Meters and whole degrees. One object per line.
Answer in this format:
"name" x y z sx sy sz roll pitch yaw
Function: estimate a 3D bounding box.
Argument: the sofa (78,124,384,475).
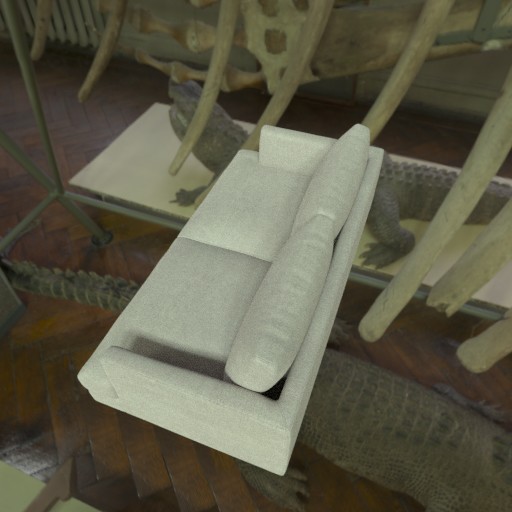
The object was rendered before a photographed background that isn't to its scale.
"sofa" 0.000 0.000 2.487 1.020 0.868 1.948 16 49 14
